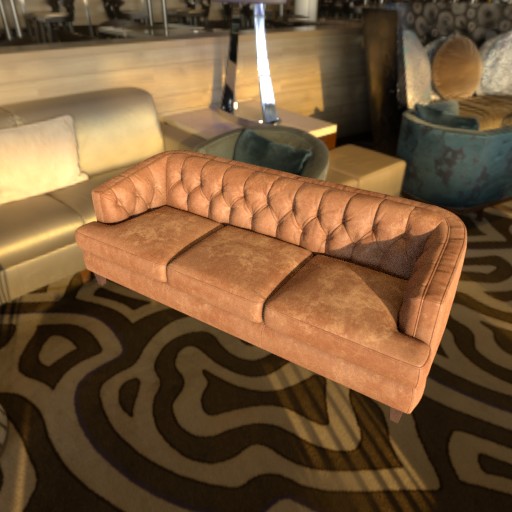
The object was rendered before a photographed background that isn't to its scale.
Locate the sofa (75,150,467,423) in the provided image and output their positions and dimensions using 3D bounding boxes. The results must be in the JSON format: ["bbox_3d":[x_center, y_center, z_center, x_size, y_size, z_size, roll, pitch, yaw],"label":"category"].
[{"bbox_3d":[0.000,0.000,2.684,2.257,0.791,0.922,19,36,28],"label":"sofa"}]
